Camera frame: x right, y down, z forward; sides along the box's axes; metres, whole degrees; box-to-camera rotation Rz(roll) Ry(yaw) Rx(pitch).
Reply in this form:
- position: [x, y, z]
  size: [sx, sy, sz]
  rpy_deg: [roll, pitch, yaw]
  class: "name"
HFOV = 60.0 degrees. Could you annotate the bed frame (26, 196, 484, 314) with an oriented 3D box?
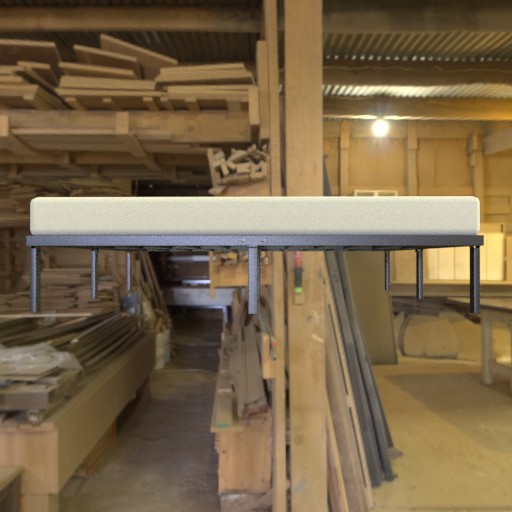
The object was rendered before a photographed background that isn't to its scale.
- position: [0.000, 0.000, 3.527]
  size: [2.635, 0.680, 1.990]
  rpy_deg: [0, 0, 1]
  class: "bed frame"
